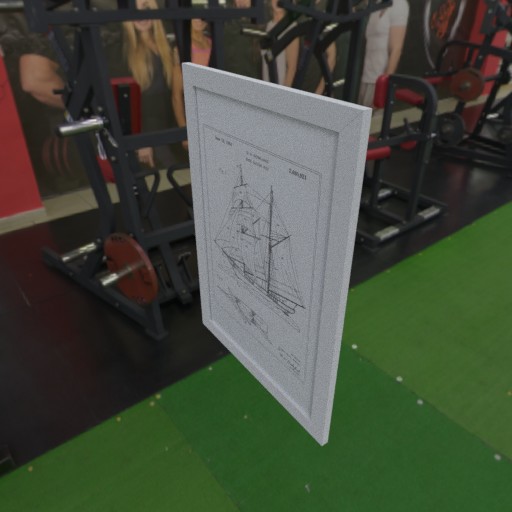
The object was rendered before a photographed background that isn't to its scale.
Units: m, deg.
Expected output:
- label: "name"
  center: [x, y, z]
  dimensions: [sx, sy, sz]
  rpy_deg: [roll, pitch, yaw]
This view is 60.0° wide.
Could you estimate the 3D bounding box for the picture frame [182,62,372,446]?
- label: "picture frame"
  center: [0.000, 0.000, 0.614]
  dimensions: [0.011, 0.459, 0.326]
  rpy_deg: [-21, 37, -30]
